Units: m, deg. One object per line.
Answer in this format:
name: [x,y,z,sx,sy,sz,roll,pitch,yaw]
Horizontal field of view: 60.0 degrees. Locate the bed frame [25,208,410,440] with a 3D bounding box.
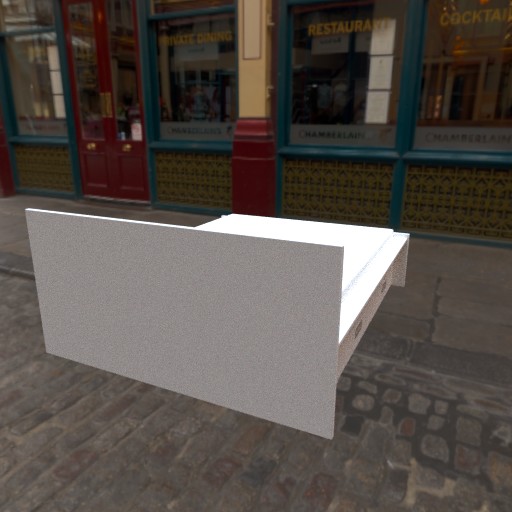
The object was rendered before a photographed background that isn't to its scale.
bed frame: [0.000,0.000,2.839,1.622,0.800,1.960,8,18,25]
